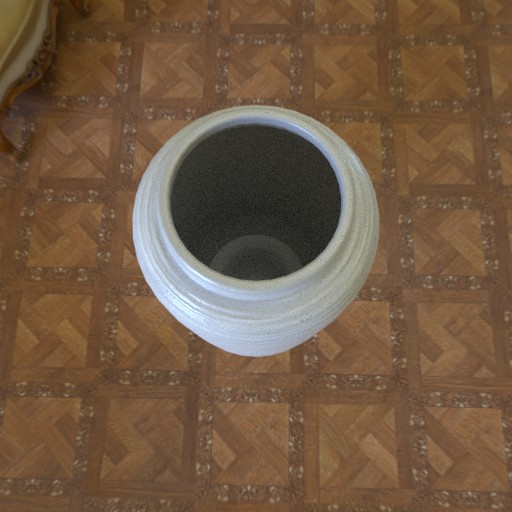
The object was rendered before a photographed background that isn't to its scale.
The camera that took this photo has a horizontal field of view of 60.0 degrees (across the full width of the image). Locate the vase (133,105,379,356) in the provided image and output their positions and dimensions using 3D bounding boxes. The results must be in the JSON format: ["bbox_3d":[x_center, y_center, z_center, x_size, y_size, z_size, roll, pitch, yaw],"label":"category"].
[{"bbox_3d":[0.000,0.000,0.466,0.202,0.335,0.202,0,75,0],"label":"vase"}]
